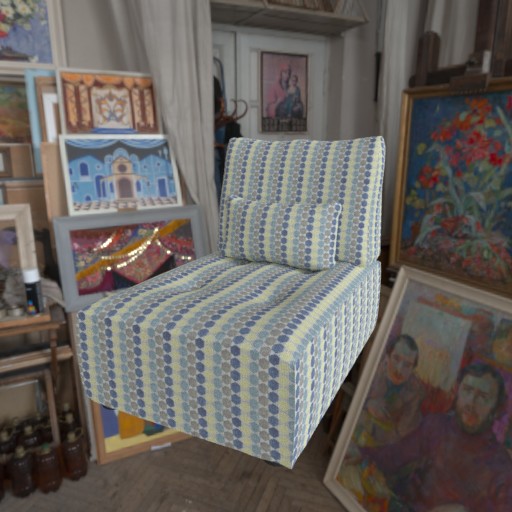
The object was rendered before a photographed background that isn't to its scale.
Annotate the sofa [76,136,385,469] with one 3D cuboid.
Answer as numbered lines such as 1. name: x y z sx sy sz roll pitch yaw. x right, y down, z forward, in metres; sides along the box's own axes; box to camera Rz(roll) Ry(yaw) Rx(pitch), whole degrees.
1. sofa: 0.000 0.000 1.555 0.700 0.820 1.000 7 16 25
